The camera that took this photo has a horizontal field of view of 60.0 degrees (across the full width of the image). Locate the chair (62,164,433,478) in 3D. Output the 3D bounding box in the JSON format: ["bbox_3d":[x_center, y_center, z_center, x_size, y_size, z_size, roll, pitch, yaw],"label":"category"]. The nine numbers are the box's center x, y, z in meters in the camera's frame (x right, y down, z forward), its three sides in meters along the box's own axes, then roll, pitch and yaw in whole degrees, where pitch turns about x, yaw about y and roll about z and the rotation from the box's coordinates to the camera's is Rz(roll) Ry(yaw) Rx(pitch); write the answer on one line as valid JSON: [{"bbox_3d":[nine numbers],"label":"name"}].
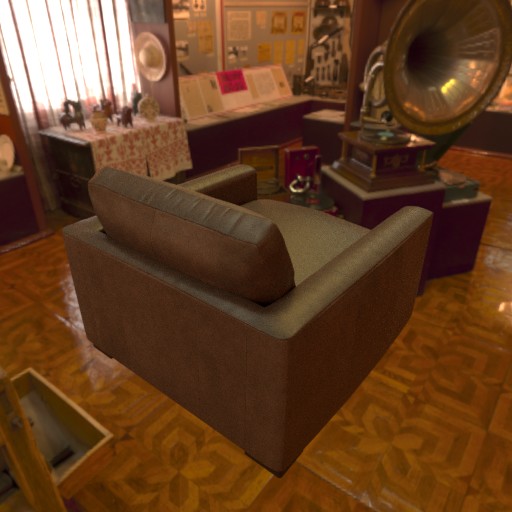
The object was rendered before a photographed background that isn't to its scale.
[{"bbox_3d":[0.000,0.000,1.817,1.100,0.812,1.069,21,35,33],"label":"chair"}]
